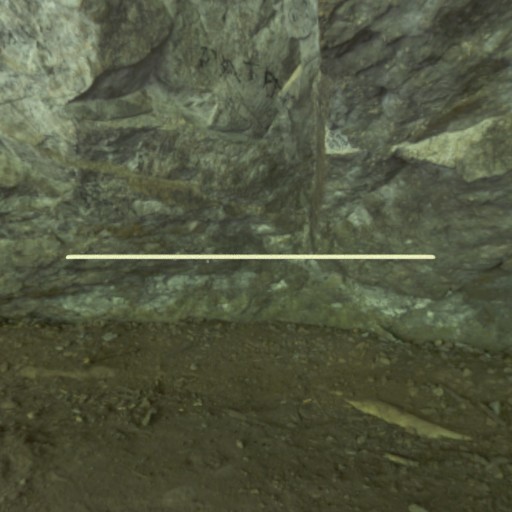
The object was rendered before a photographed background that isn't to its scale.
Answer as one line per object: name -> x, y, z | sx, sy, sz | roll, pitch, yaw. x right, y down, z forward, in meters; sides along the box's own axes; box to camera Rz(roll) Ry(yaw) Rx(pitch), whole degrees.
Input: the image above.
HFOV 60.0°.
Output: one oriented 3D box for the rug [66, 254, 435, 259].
rug -> 0.000, 0.000, 2.102 | 1.067, 0.013, 1.676 | 0, 0, 1
